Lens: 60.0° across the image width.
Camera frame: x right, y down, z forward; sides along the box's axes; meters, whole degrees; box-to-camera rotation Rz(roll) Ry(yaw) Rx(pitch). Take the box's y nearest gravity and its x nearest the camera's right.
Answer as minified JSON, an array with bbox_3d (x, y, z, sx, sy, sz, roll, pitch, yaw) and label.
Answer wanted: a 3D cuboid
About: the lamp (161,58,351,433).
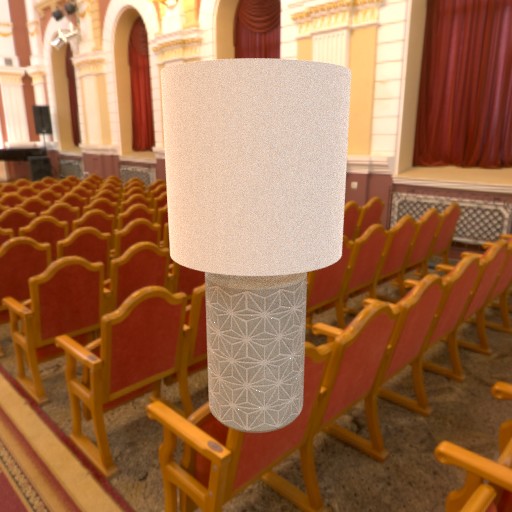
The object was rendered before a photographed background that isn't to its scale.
[{"bbox_3d":[0.000,0.000,0.543,0.206,0.416,0.206,-15,21,-43],"label":"lamp"}]
